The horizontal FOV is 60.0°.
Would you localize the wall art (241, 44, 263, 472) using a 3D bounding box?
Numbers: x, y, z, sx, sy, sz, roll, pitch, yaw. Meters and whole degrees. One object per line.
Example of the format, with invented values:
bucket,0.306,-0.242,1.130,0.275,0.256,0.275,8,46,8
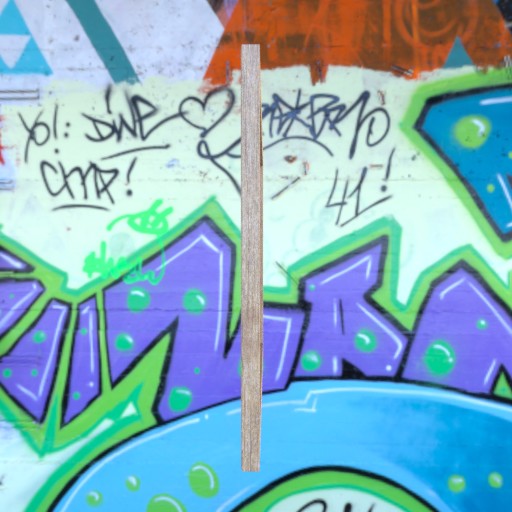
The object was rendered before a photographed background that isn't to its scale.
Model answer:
wall art,0.000,0.000,0.954,0.026,0.588,0.690,0,1,1
